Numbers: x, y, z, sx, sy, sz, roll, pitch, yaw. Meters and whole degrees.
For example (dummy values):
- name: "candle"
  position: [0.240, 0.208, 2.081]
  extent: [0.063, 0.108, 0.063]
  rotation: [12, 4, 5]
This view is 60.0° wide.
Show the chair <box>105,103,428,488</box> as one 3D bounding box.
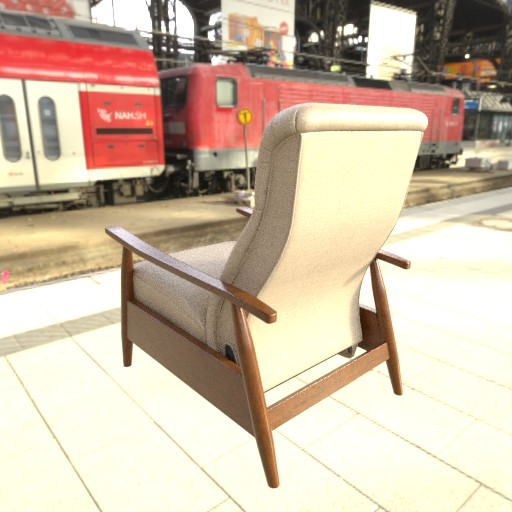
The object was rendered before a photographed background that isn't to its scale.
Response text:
- name: "chair"
  position: [0.000, 0.000, 1.729]
  extent: [0.762, 1.082, 1.030]
  rotation: [-14, 21, -40]
